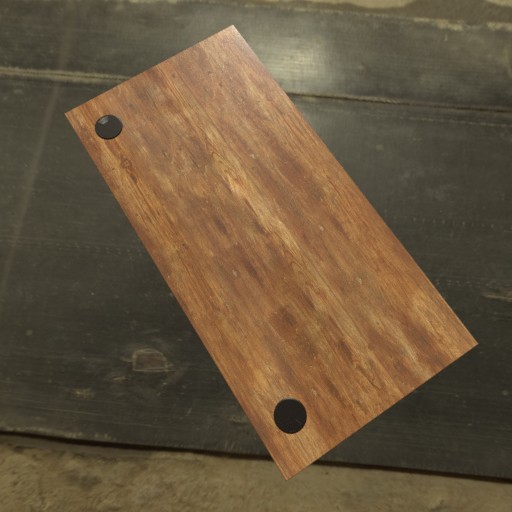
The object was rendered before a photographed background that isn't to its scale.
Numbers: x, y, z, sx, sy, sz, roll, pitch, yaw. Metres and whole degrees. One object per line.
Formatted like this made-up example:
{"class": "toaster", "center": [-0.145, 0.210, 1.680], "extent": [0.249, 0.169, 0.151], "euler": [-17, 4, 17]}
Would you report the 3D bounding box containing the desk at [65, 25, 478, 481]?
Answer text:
{"class": "desk", "center": [0.000, 0.000, 1.600], "extent": [0.600, 0.749, 1.200], "euler": [-32, 77, -8]}
